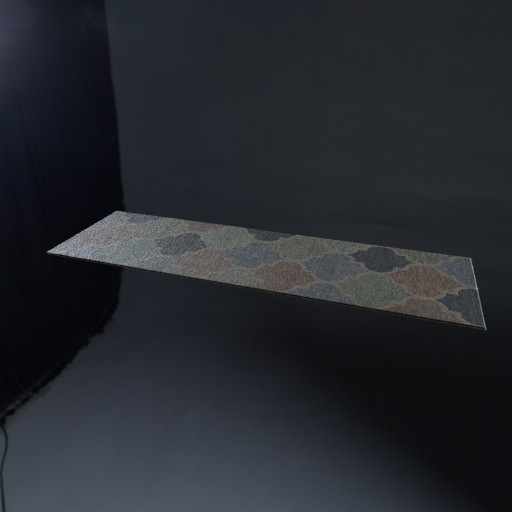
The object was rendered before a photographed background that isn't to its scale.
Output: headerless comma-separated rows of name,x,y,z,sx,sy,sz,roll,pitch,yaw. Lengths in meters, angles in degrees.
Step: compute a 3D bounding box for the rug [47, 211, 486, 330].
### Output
rug,0.000,0.000,2.493,2.287,0.011,0.687,9,28,16
